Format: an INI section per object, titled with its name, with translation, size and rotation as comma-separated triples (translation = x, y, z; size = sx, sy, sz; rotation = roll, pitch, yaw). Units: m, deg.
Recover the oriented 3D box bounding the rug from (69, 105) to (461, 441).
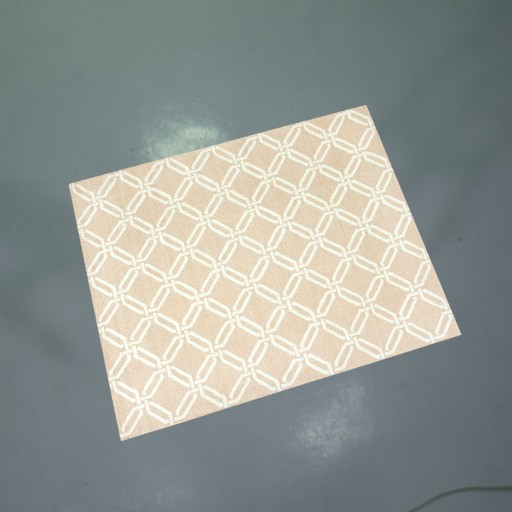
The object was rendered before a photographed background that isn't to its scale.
[rug]
translation = 0.000, 0.000, 3.880
size = 2.895, 0.018, 2.288
rotation = -16, 75, -4
